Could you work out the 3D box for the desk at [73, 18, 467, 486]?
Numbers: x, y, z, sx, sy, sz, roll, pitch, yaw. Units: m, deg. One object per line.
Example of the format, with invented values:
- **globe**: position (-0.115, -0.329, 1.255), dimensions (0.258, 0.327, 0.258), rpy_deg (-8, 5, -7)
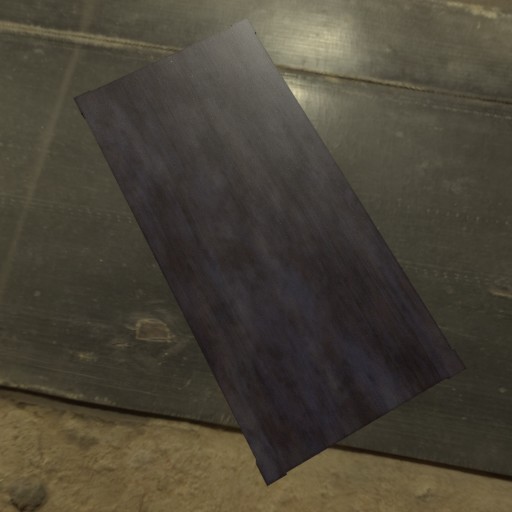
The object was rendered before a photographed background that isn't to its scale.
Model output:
- **desk**: position (0.000, 0.000, 1.737), dimensions (0.630, 0.861, 1.289), rpy_deg (-28, 79, -6)
